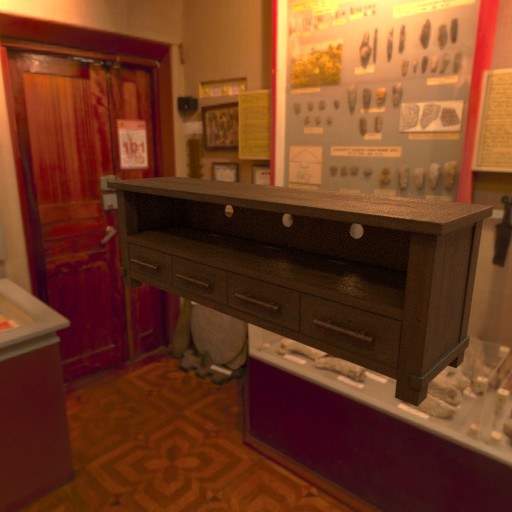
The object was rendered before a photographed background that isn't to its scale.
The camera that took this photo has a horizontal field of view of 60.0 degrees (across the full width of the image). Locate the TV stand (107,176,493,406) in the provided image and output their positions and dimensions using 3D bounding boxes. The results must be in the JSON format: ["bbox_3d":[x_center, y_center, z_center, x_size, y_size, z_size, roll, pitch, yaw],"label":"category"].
[{"bbox_3d":[0.000,0.000,2.095,1.866,0.615,0.471,14,20,42],"label":"TV stand"}]
